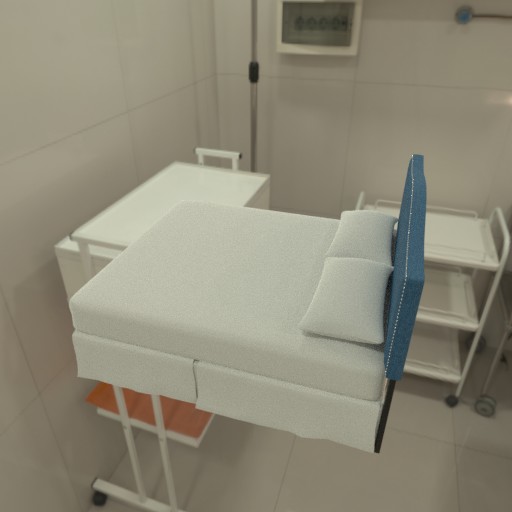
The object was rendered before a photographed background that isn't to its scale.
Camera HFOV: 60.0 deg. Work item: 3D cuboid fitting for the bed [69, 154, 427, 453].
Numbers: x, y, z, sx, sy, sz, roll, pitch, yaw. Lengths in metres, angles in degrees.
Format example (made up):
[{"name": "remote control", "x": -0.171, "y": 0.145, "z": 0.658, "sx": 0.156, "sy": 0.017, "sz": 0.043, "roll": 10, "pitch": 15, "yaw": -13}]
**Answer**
[{"name": "bed", "x": 0.000, "y": 0.000, "z": 2.859, "sx": 1.872, "sy": 1.169, "sz": 1.610, "roll": 9, "pitch": 33, "yaw": 15}]
